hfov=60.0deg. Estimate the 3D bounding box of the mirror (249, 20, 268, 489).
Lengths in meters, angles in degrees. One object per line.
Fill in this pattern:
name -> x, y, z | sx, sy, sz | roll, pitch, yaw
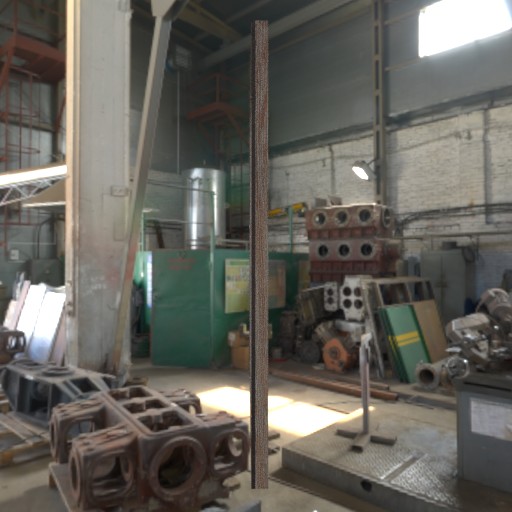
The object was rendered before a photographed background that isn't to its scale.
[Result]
mirror -> 0.000, 0.000, 1.199 | 0.032, 0.882, 0.730 | 0, -1, -1
